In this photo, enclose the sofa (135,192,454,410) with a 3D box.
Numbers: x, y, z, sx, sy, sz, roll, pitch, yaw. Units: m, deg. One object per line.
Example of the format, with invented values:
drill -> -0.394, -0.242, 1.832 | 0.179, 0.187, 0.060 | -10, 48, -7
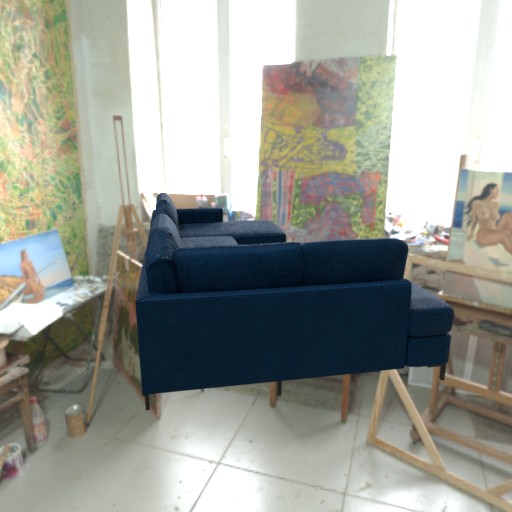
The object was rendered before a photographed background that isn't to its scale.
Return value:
sofa -> 0.000, 0.000, 4.359 | 2.055, 0.992, 3.434 | -3, 15, -11
